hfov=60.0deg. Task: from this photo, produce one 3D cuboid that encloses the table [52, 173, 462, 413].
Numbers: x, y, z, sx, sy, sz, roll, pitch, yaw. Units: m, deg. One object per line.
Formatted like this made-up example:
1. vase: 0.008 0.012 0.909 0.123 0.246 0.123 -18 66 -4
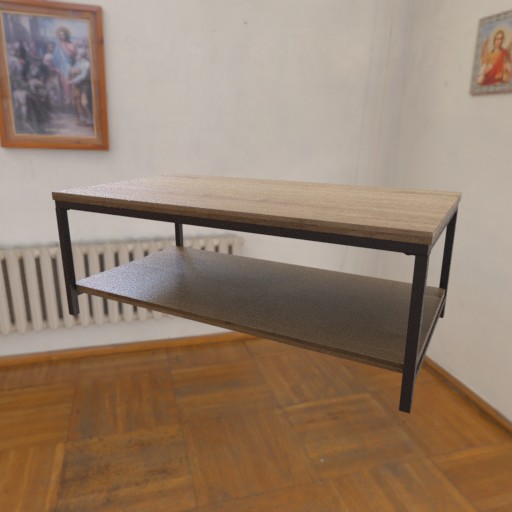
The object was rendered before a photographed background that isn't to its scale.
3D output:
1. table: 0.000 0.000 1.359 1.062 0.393 0.574 9 19 28
